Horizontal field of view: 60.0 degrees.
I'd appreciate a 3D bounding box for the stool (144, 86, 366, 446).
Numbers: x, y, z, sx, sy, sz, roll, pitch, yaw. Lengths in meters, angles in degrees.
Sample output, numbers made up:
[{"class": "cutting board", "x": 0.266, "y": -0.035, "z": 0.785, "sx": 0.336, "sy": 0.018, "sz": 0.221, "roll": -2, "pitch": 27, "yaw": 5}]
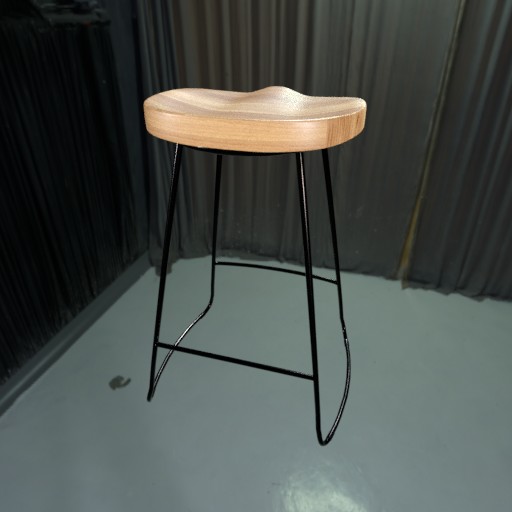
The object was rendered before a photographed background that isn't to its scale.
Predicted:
[{"class": "stool", "x": 0.000, "y": 0.000, "z": 0.979, "sx": 0.480, "sy": 0.679, "sz": 0.401, "roll": 9, "pitch": 32, "yaw": 14}]
